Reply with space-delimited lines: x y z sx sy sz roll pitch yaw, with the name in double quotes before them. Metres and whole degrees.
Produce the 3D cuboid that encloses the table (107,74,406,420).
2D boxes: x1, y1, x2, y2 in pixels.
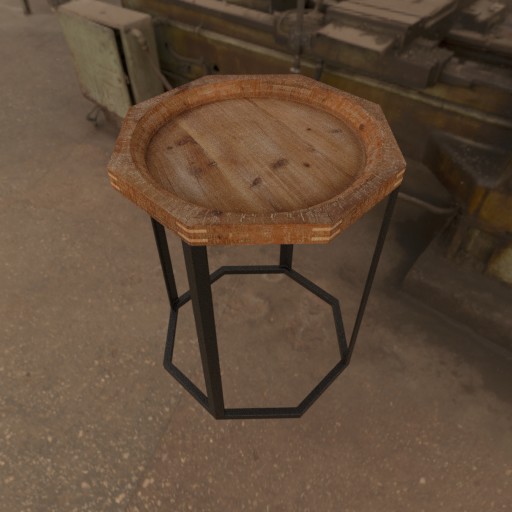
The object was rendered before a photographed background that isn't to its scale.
"table" 0.000 0.000 0.880 0.458 0.543 0.458 16 48 15
